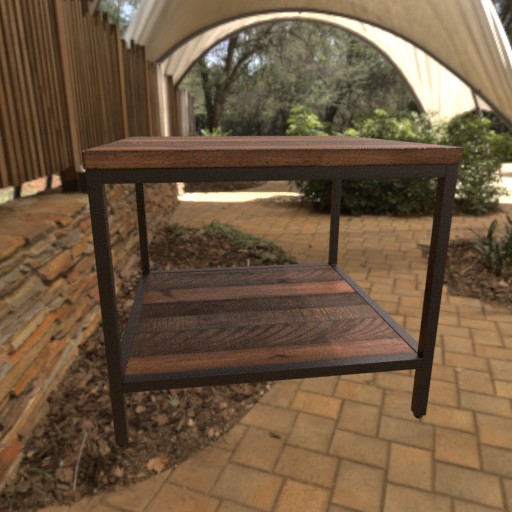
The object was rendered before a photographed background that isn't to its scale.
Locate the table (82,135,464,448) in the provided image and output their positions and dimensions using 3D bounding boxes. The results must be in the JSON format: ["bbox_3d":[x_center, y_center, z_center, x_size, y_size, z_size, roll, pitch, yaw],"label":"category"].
[{"bbox_3d":[0.000,0.000,0.955,0.548,0.482,0.553,-2,17,-8],"label":"table"}]
